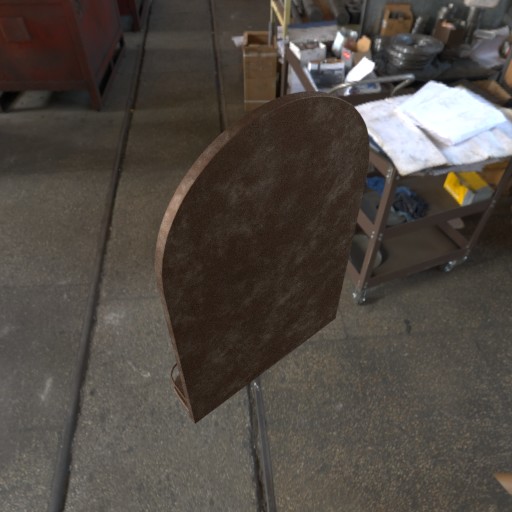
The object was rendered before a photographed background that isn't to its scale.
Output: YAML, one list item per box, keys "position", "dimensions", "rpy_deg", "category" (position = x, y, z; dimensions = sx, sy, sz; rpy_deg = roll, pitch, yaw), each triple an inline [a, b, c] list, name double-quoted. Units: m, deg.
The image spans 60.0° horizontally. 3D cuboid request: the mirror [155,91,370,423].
- position: [0.000, 0.000, 0.979]
  dimensions: [0.510, 0.770, 0.137]
  rpy_deg: [-31, 54, -26]
  category: "mirror"
